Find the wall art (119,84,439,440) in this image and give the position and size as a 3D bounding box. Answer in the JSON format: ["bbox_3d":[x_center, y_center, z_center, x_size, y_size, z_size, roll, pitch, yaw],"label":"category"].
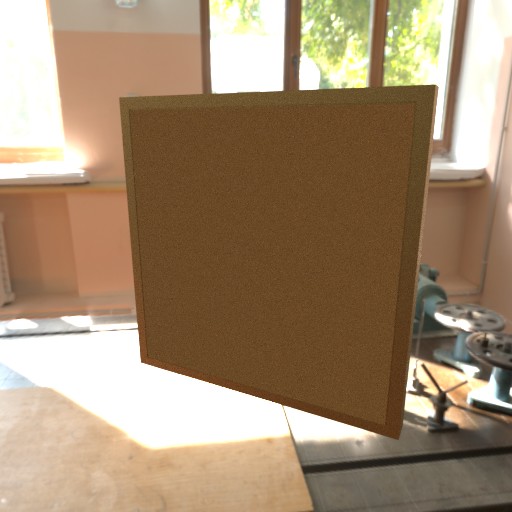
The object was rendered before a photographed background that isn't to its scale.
[{"bbox_3d":[0.000,0.000,1.854,1.284,1.284,0.095,8,18,26],"label":"wall art"}]
